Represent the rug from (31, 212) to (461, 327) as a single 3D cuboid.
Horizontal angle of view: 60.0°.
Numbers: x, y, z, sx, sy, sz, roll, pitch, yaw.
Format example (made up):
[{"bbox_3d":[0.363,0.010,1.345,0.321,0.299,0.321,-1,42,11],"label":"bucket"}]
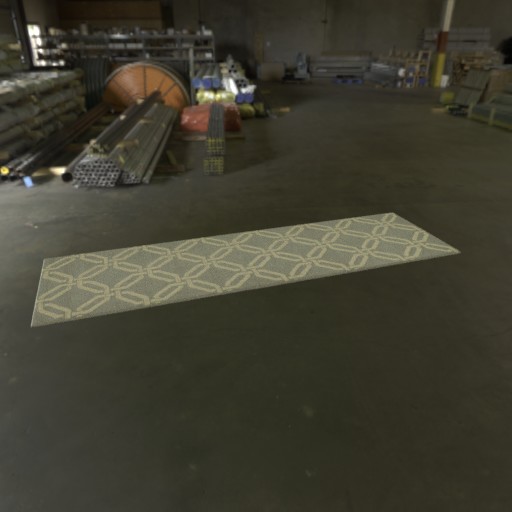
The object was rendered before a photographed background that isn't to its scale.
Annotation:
[{"bbox_3d":[0.000,0.000,2.520,2.276,0.014,0.678,-9,28,-17],"label":"rug"}]
